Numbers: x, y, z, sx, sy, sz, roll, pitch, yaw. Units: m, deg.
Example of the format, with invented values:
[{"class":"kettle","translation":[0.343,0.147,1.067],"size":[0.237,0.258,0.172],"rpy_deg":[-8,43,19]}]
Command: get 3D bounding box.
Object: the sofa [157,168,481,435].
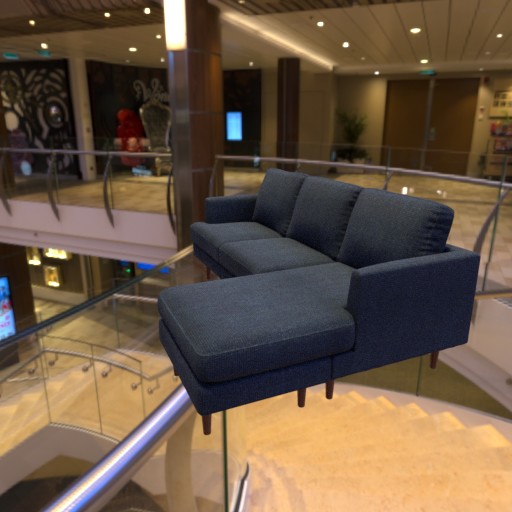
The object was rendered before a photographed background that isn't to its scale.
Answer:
[{"class":"sofa","translation":[0.000,0.000,2.970],"size":[1.504,0.956,2.233],"rpy_deg":[-7,18,-23]}]
